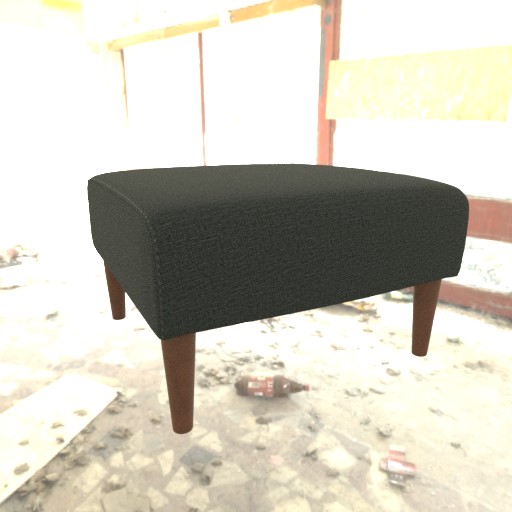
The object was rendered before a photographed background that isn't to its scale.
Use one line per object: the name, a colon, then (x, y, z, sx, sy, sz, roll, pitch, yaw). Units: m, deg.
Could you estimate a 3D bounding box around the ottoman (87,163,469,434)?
ottoman: (0.000, 0.000, 1.033, 0.650, 0.398, 0.649, -8, 18, -27)
